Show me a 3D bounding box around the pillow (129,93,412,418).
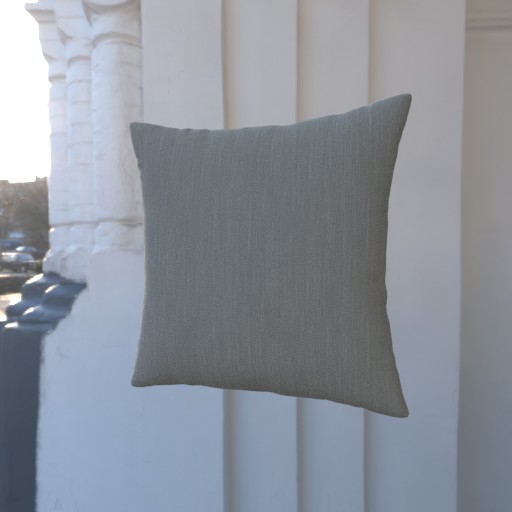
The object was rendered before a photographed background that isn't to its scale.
[{"bbox_3d":[0.000,0.000,0.774,0.511,0.509,0.161,0,1,19],"label":"pillow"}]
